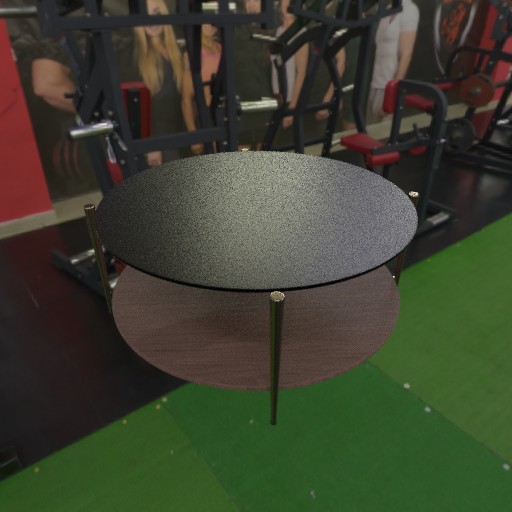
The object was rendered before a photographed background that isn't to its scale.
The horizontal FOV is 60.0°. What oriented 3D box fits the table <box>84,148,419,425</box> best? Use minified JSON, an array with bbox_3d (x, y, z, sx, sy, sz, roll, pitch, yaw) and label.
[{"bbox_3d":[0.000,0.000,1.448,0.938,0.400,0.938,-20,36,-30],"label":"table"}]
